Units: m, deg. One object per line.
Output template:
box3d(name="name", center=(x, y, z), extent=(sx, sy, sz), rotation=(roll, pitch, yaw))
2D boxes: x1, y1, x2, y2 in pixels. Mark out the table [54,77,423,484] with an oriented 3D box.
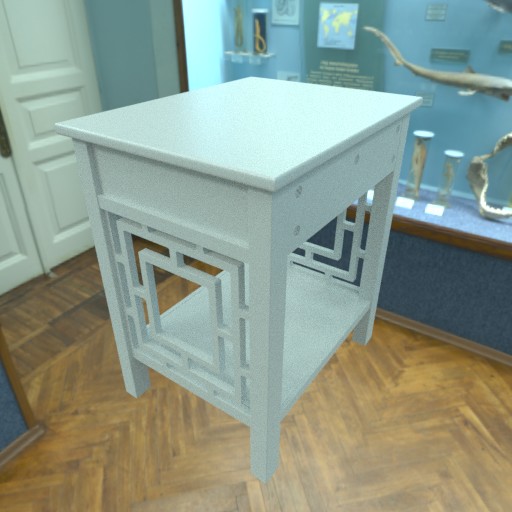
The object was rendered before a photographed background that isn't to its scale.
box3d(name="table", center=(0.000, 0.000, 0.997), extent=(0.451, 0.646, 0.564), rotation=(20, 36, 29))
